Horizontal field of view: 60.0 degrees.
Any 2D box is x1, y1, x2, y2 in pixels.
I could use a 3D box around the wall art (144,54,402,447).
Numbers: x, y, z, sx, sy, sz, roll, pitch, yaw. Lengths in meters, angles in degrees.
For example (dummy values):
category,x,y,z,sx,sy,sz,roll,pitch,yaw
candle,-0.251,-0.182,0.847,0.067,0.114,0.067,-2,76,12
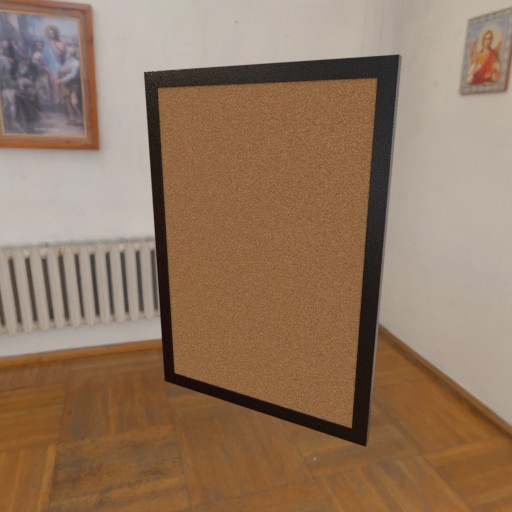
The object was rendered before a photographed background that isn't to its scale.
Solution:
category,x,y,z,sx,sy,sz,roll,pitch,yaw
wall art,0.000,0.000,0.542,0.304,0.432,0.013,9,19,27
